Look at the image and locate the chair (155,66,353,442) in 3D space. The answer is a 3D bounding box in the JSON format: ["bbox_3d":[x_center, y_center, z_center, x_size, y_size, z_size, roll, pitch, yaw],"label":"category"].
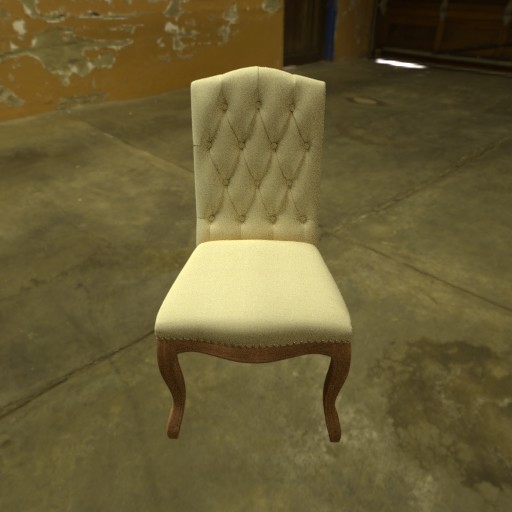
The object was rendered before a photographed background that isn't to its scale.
[{"bbox_3d":[0.000,0.000,1.577,0.623,1.165,0.715,1,31,1],"label":"chair"}]
